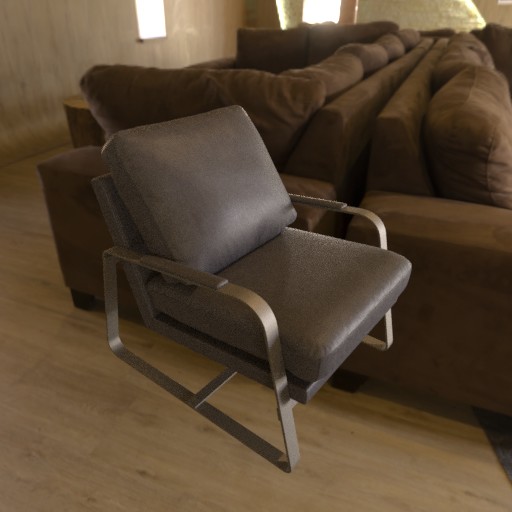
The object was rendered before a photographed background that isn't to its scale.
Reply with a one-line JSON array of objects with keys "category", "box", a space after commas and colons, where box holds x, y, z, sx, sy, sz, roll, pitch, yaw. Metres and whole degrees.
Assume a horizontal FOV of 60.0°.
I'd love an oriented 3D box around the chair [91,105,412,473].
[{"category": "chair", "box": [0.000, 0.000, 1.485, 0.878, 0.839, 0.692, 21, 36, 33]}]
